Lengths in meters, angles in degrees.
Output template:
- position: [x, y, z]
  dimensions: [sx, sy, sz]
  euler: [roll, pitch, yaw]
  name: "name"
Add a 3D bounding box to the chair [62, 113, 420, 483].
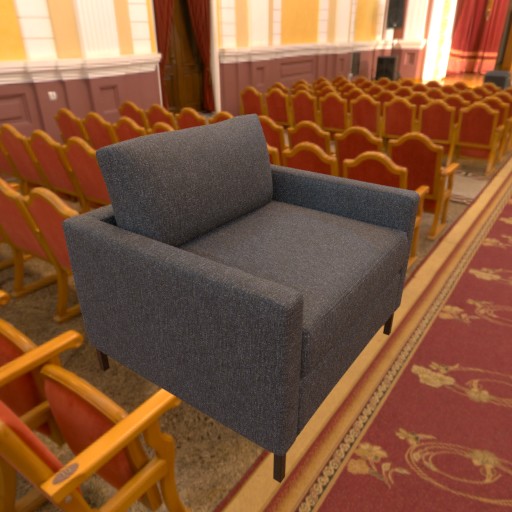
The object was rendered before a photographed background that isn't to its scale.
- position: [0.000, 0.000, 1.598]
  dimensions: [0.866, 0.861, 0.963]
  euler: [18, 32, 31]
  name: "chair"
